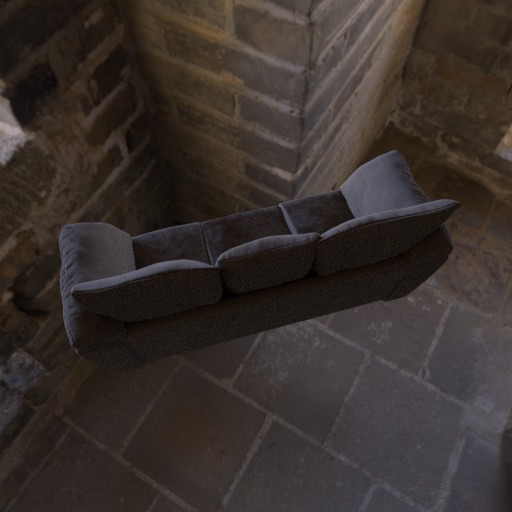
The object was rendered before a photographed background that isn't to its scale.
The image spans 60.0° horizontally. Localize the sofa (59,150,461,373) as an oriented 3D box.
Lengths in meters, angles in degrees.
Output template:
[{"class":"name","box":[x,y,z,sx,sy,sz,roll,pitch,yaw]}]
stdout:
[{"class":"sofa","box":[0.000,0.000,2.887,2.336,1.073,0.878,-14,59,-8]}]
